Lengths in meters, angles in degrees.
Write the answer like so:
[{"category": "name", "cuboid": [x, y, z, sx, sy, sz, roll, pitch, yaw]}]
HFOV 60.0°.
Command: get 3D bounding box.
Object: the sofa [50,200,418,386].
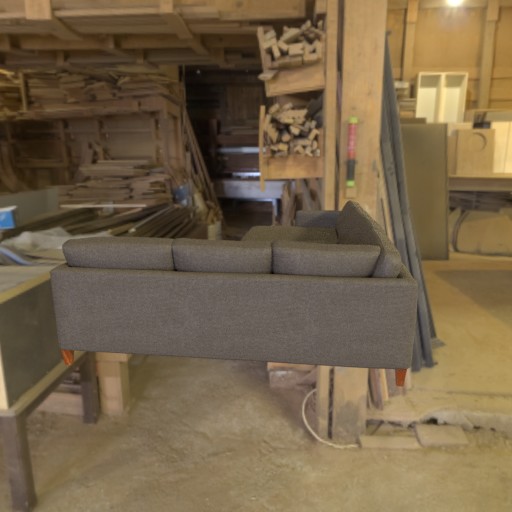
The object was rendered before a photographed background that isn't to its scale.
[{"category": "sofa", "cuboid": [0.000, 0.000, 4.714, 2.594, 0.961, 3.460, 2, 14, 7]}]
